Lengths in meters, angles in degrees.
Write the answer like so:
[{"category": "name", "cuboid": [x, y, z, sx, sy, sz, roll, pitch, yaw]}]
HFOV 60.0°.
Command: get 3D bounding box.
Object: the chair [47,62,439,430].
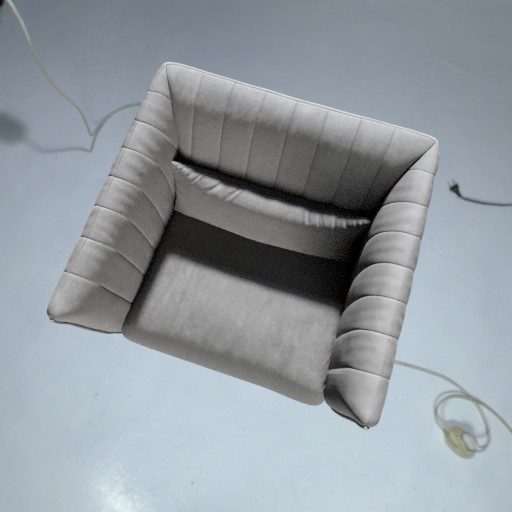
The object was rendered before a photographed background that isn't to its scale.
[{"category": "chair", "cuboid": [0.000, 0.000, 1.604, 0.981, 0.779, 0.873, 18, 76, 5]}]
